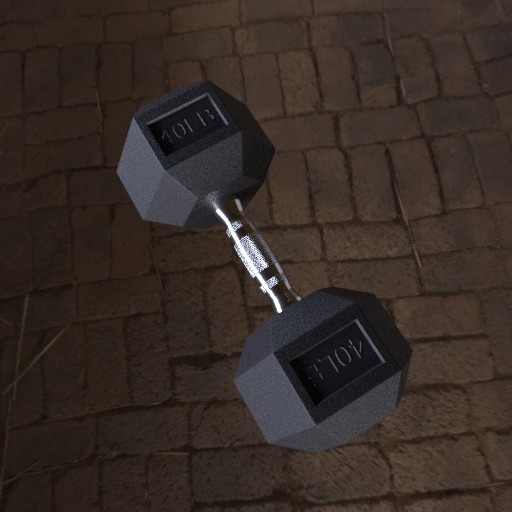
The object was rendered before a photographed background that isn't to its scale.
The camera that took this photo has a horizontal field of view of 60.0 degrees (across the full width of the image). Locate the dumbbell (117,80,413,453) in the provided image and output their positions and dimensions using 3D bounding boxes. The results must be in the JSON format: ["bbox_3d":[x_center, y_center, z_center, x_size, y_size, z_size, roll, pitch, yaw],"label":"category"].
[{"bbox_3d":[0.000,0.000,0.438,0.157,0.137,0.361,-30,76,-8],"label":"dumbbell"}]
